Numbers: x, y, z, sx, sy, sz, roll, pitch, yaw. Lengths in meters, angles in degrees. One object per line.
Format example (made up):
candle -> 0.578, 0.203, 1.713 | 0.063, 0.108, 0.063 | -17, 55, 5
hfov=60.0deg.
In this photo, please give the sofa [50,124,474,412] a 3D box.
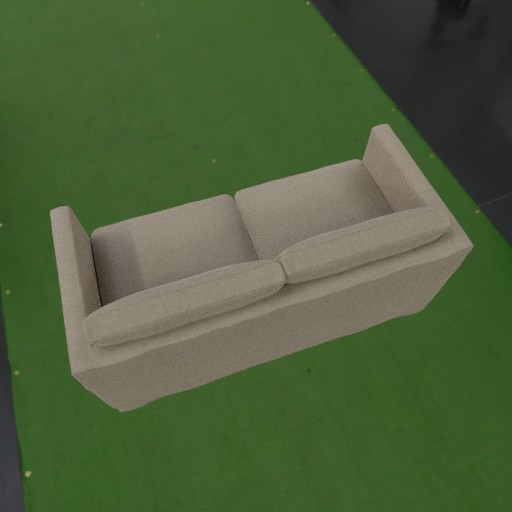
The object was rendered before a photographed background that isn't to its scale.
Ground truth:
sofa -> 0.000, 0.000, 2.478 | 1.987, 0.847, 0.956 | -17, 60, -10
